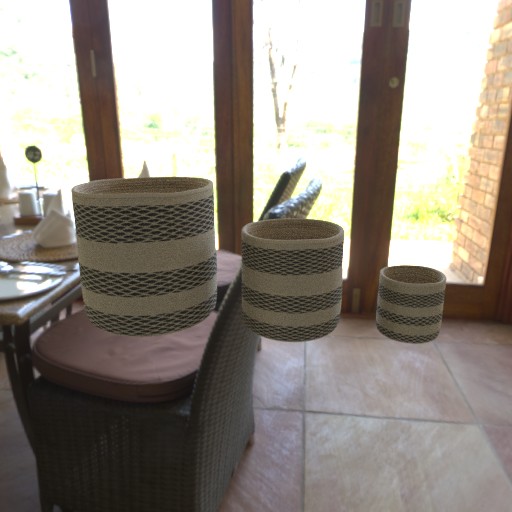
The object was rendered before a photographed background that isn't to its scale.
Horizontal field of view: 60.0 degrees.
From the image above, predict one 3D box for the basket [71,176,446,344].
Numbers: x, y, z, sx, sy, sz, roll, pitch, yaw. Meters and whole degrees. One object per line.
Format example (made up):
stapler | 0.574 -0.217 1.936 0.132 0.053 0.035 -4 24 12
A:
basket | 0.000 0.000 1.120 0.917 0.356 0.351 3 17 9
